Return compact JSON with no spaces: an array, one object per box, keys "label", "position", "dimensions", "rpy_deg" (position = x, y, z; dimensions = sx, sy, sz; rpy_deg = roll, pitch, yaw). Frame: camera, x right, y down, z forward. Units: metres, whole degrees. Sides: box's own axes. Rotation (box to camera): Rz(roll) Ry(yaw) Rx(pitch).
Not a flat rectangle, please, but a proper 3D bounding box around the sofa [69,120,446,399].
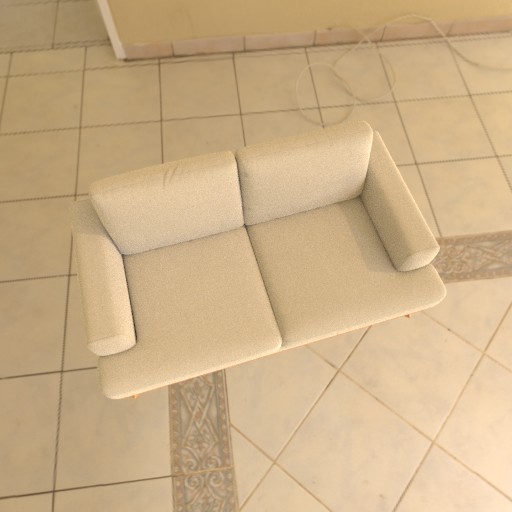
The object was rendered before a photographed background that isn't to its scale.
[{"label":"sofa","position":[0.000,0.000,2.161],"dimensions":[1.651,0.810,0.915],"rpy_deg":[-15,65,-7]}]
